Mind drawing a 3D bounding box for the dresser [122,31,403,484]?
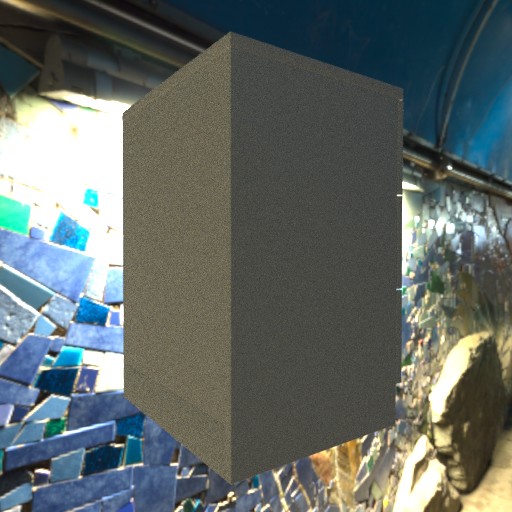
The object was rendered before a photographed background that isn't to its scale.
[{"bbox_3d":[0.000,0.000,0.814,0.360,0.560,0.400,-1,1,-35],"label":"dresser"}]
